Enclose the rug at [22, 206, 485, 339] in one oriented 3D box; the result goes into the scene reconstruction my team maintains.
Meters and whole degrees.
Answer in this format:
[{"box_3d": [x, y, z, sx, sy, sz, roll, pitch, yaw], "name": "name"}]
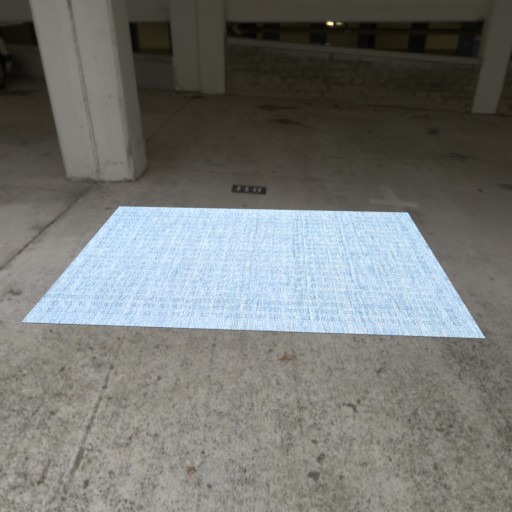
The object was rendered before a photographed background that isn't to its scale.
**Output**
[{"box_3d": [0.000, 0.000, 2.846, 2.286, 0.006, 1.522, 2, 29, 3], "name": "rug"}]
